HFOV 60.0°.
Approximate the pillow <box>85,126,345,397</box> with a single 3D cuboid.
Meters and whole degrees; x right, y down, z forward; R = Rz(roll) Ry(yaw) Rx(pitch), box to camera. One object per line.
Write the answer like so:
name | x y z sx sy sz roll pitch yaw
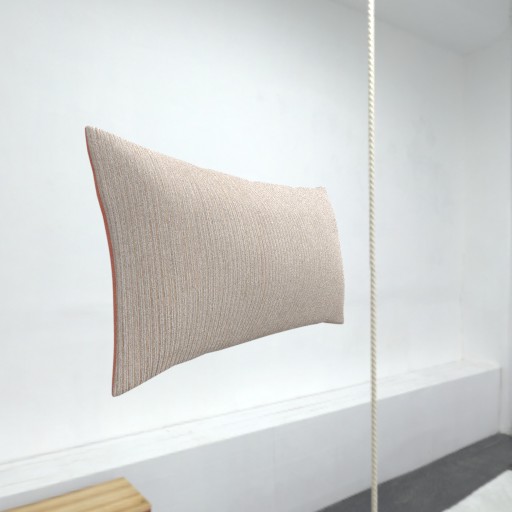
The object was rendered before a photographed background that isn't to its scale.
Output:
pillow | 0.000 0.000 0.745 0.155 0.307 0.608 0 1 35
